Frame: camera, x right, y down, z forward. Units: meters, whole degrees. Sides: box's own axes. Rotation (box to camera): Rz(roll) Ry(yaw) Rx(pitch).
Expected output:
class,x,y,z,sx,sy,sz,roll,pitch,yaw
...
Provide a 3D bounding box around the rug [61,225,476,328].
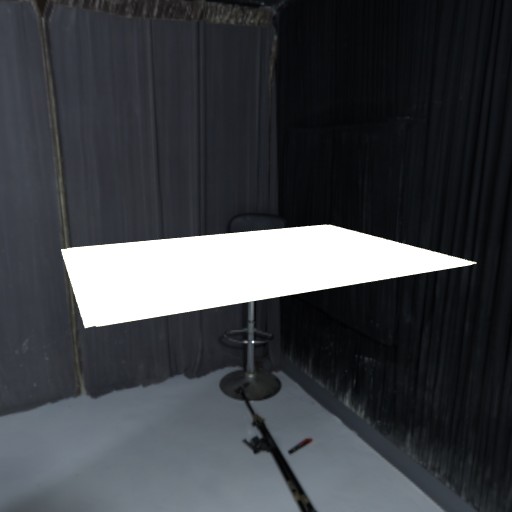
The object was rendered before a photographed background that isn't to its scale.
class,x,y,z,sx,sy,sz,roll,pitch,yaw
rug,0.000,0.000,2.860,2.233,0.011,1.514,-7,15,-26
